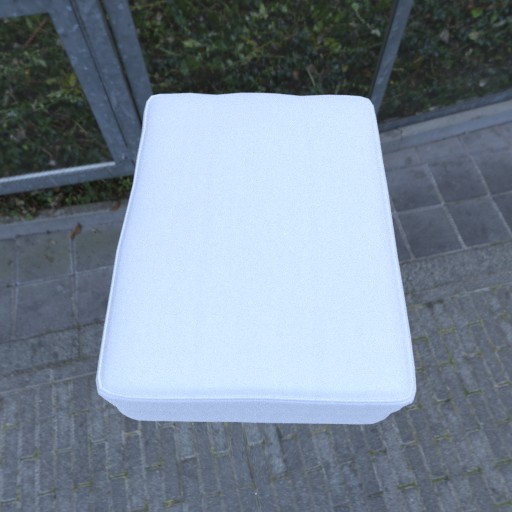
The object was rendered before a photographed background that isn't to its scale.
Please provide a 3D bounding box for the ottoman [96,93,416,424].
[{"bbox_3d":[0.000,0.000,1.173,0.634,0.479,0.818,1,62,0],"label":"ottoman"}]
